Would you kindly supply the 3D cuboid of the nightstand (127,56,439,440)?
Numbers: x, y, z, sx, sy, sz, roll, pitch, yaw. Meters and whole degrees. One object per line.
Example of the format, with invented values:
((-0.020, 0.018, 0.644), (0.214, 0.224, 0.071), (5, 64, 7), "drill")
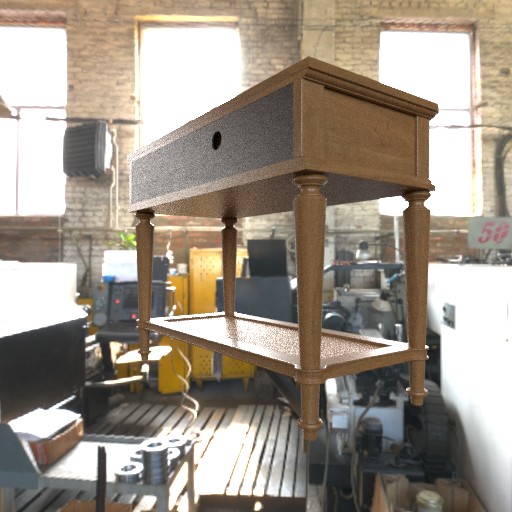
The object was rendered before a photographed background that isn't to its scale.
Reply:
((0.000, 0.000, 1.279), (0.432, 0.700, 0.914), (0, -1, -36), "nightstand")
